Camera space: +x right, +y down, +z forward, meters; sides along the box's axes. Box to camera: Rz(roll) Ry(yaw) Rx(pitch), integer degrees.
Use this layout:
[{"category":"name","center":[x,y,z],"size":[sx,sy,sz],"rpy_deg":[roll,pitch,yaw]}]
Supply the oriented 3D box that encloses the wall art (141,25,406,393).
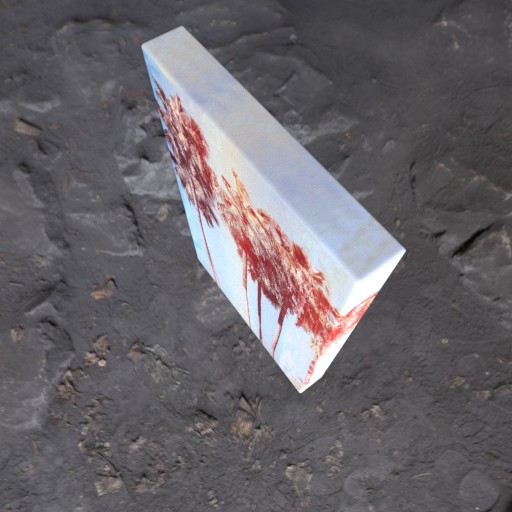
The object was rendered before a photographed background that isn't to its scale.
[{"category":"wall art","center":[0.000,0.000,0.474],"size":[0.039,0.380,0.251],"rpy_deg":[-33,68,-15]}]
